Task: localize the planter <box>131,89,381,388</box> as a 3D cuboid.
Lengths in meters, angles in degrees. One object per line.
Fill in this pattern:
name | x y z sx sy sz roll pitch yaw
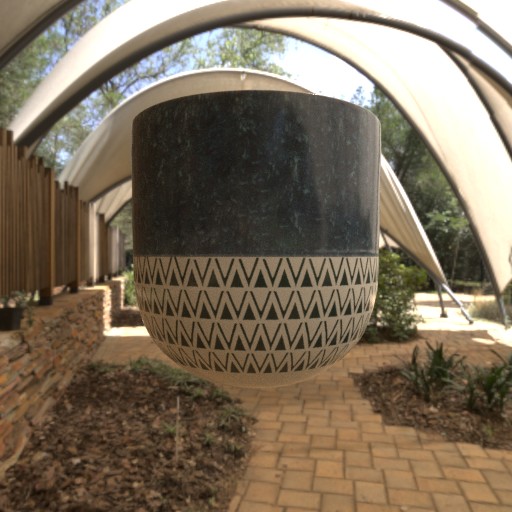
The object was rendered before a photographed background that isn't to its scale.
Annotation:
planter | 0.000 0.000 0.490 0.266 0.270 0.266 0 0 0
